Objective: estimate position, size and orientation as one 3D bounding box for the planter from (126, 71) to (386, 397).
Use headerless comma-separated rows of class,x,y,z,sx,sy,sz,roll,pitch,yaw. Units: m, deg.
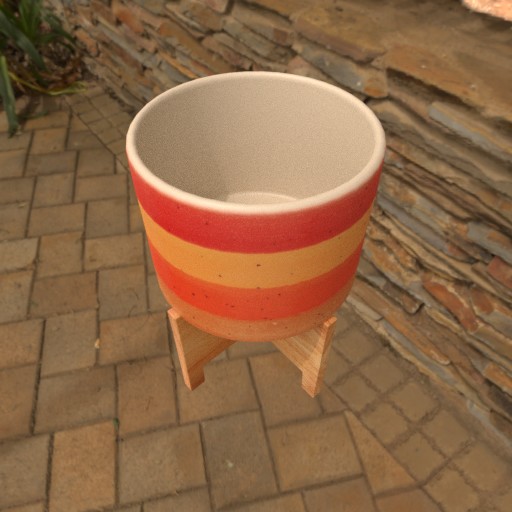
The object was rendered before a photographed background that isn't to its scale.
planter,0.000,0.000,0.580,0.269,0.379,0.269,0,47,0
